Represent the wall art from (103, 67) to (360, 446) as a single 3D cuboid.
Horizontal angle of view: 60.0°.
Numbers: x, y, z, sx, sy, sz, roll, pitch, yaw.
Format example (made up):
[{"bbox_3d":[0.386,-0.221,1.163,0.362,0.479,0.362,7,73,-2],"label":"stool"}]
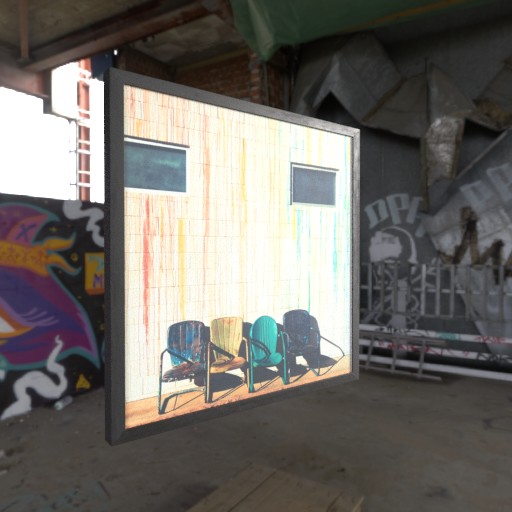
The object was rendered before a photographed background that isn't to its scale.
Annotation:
[{"bbox_3d":[0.000,0.000,1.135,0.763,0.763,0.039,-1,1,-37],"label":"wall art"}]
